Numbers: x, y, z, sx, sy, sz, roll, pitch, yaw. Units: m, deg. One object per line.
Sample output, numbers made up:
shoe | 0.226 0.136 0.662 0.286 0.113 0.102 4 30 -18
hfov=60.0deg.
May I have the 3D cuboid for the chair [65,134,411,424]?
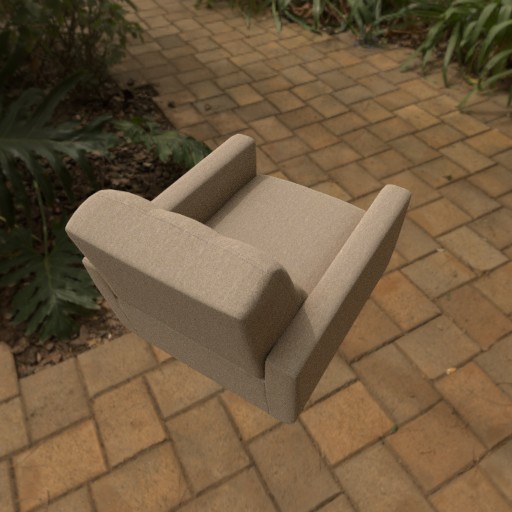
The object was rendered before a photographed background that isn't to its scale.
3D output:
chair | 0.000 0.000 1.824 0.897 0.965 1.128 24 50 22
